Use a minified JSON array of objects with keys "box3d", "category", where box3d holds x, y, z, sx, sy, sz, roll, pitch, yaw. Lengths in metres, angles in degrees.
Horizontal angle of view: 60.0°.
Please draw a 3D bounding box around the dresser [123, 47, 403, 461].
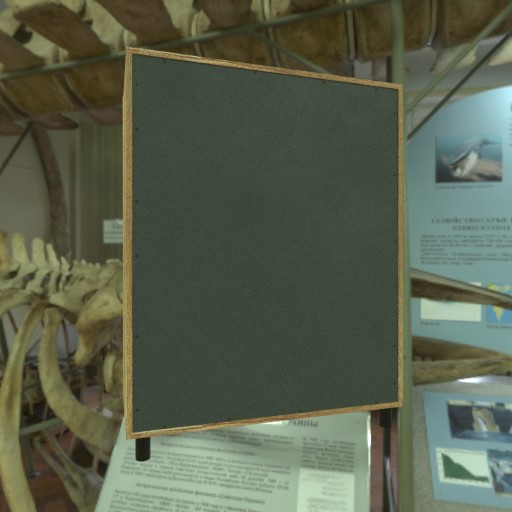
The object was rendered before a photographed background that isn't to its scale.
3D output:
[{"box3d":[0.000,0.000,1.691,0.966,1.243,0.480,0,0,-18],"category":"dresser"}]
